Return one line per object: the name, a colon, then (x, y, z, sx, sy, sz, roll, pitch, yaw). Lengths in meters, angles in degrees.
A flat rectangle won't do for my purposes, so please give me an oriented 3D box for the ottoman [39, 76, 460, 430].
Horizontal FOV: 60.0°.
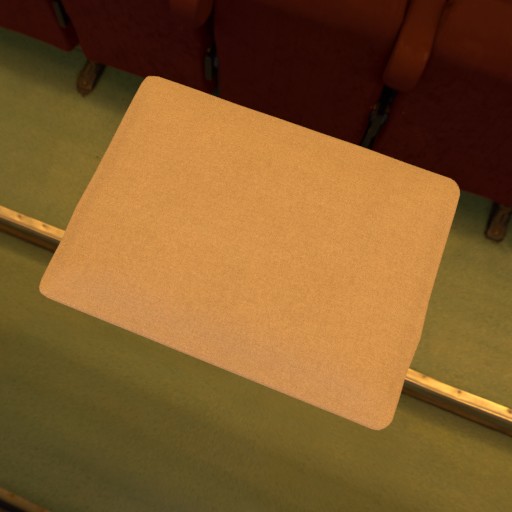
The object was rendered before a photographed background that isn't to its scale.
ottoman: (0.000, 0.000, 1.225, 0.846, 0.503, 0.617, 21, 77, 5)
